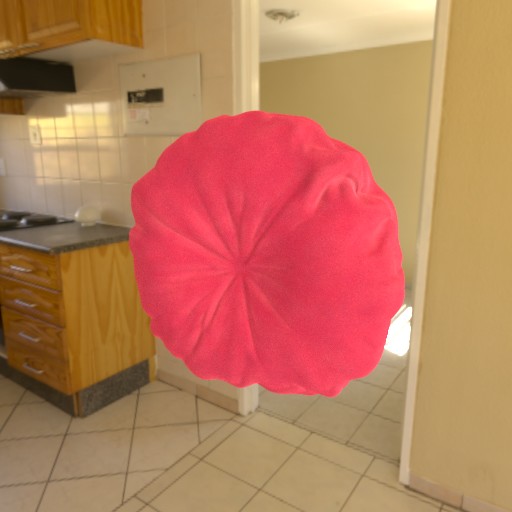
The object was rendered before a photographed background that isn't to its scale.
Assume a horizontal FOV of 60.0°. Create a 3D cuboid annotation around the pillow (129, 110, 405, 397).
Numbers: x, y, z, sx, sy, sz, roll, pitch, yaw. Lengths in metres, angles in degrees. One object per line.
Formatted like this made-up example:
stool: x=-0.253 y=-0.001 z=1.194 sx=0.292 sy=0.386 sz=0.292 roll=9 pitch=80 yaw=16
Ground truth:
pillow: x=0.000 y=0.000 z=0.653 sx=0.428 sy=0.407 sz=0.148 roll=6 pitch=15 yaw=24
